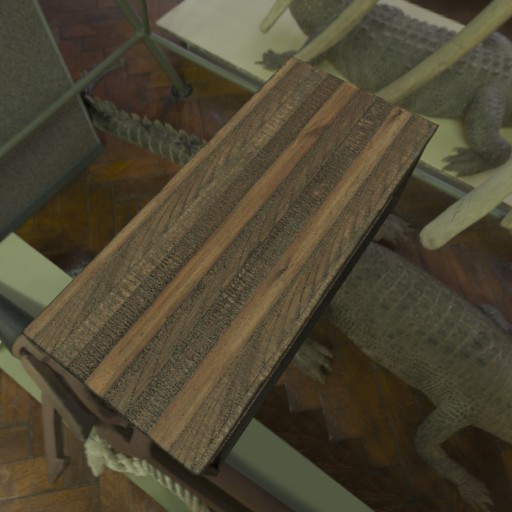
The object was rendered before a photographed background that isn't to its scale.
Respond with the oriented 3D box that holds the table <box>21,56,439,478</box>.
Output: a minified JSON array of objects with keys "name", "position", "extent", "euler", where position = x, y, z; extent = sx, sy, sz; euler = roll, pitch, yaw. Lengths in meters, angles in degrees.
[{"name":"table","position":[0.000,0.000,1.188],"extent":[0.452,0.399,0.990],"euler":[32,67,15]}]
